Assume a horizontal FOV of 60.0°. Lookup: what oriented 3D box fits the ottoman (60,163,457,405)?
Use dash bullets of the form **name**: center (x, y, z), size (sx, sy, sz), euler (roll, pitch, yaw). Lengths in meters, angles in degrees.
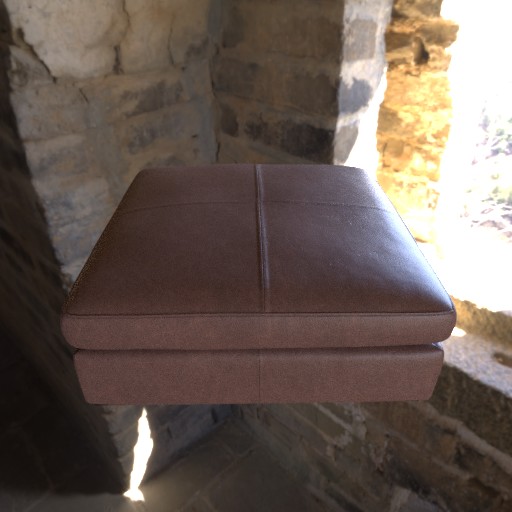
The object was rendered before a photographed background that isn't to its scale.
- **ottoman**: center (0.000, 0.000, 1.796), size (1.168, 0.490, 1.168), euler (-1, 32, -1)
